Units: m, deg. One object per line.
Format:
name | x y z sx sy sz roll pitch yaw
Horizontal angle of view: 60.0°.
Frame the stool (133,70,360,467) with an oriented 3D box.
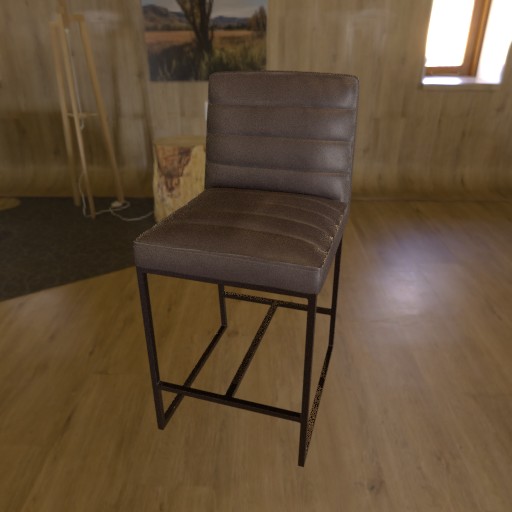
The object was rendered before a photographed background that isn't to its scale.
stool | 0.000 0.000 1.265 0.463 0.946 0.562 8 28 15
